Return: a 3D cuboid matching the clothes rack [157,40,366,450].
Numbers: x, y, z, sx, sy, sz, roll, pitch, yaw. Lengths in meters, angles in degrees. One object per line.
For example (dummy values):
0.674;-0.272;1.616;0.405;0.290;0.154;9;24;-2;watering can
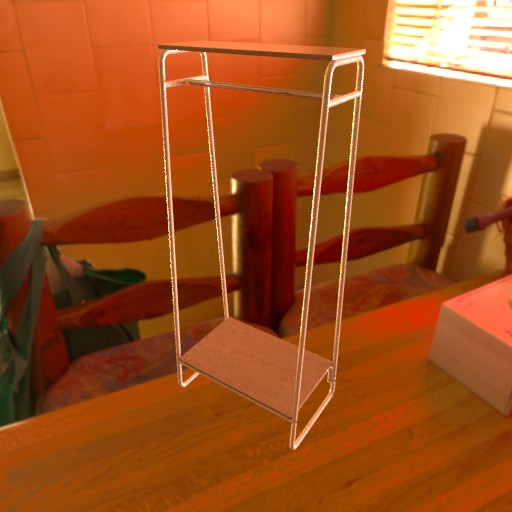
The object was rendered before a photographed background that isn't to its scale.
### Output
0.000;0.000;1.765;0.640;1.512;0.400;19;34;29;clothes rack
